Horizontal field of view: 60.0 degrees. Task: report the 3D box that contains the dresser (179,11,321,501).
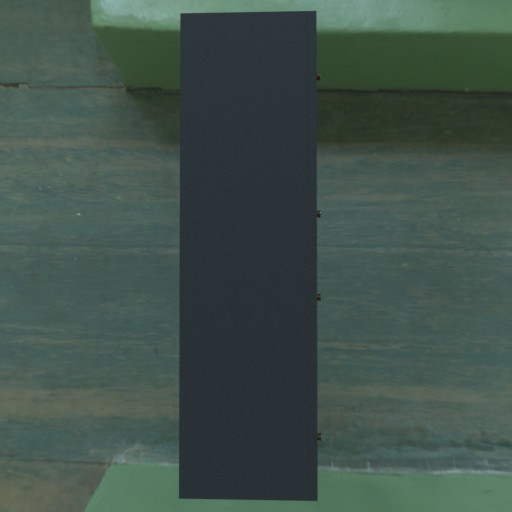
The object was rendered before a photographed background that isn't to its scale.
[{"bbox_3d":[0.000,0.000,1.850,0.463,0.872,1.558,0,89,2],"label":"dresser"}]
